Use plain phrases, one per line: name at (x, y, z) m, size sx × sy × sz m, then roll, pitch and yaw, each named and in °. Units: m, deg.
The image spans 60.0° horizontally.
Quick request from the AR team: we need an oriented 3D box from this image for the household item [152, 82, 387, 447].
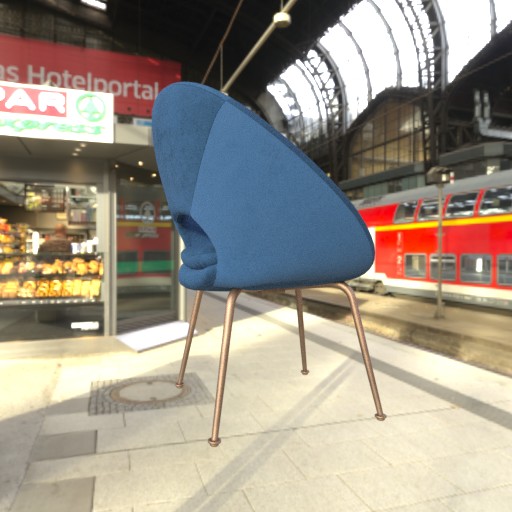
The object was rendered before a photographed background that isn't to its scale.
household item at (0.000, 0.000, 1.263) m, size 0.573 × 0.852 × 0.623 m, roll 0°, pitch 1°, yaw -20°
